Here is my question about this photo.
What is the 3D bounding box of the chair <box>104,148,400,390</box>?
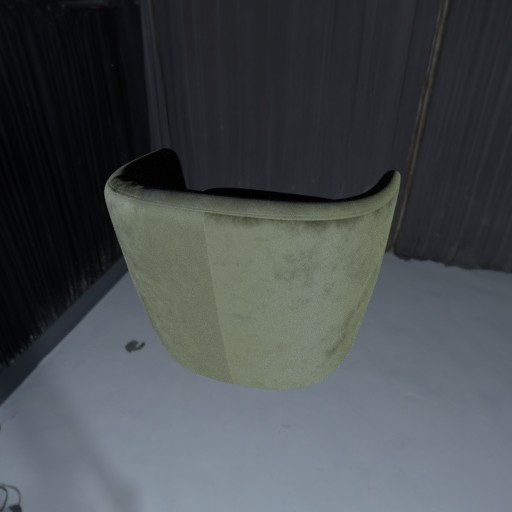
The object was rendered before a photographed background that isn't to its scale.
[{"bbox_3d":[0.000,0.000,1.348,0.773,0.698,0.767,8,33,13],"label":"chair"}]
